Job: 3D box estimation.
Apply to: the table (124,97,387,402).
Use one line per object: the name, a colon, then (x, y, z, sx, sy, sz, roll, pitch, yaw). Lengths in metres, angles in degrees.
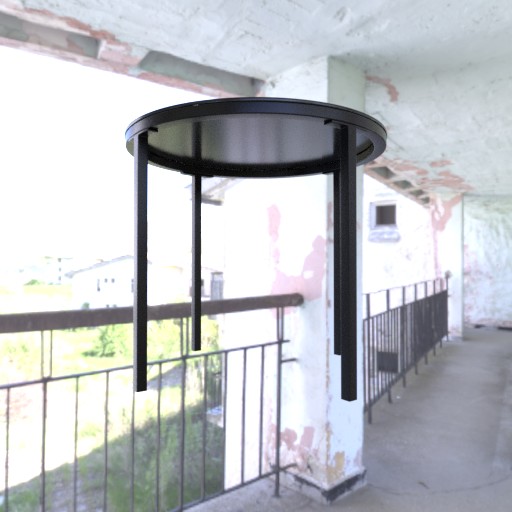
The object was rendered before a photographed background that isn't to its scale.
table: (0.000, 0.000, 0.872, 0.499, 0.443, 0.499, 0, -1, 0)
